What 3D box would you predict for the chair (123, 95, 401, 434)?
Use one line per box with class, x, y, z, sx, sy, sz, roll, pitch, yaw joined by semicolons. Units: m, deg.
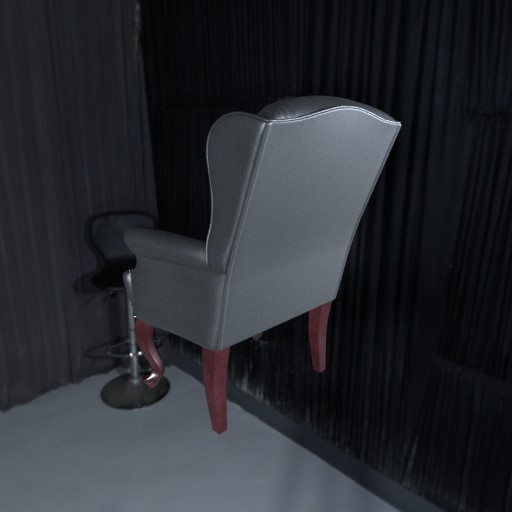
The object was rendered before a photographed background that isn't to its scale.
chair;0.000;0.000;1.671;0.762;1.111;0.838;15;22;43
